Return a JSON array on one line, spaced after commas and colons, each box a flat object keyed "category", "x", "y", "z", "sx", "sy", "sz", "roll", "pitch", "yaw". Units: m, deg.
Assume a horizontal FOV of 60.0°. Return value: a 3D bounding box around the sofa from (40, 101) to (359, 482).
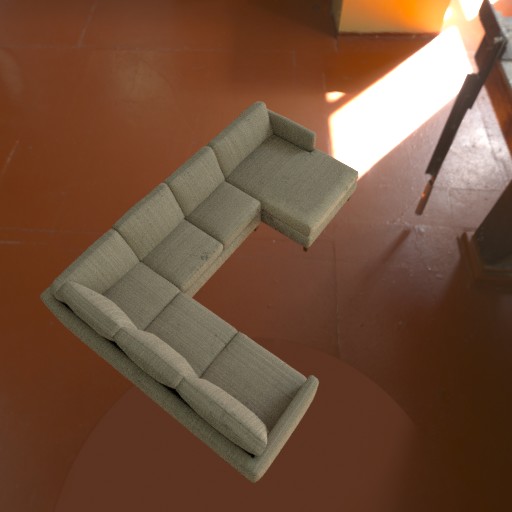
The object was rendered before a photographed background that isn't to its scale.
[{"category": "sofa", "x": 0.000, "y": 0.000, "z": 4.702, "sx": 2.594, "sy": 0.961, "sz": 3.460, "roll": 32, "pitch": 63, "yaw": 19}]
